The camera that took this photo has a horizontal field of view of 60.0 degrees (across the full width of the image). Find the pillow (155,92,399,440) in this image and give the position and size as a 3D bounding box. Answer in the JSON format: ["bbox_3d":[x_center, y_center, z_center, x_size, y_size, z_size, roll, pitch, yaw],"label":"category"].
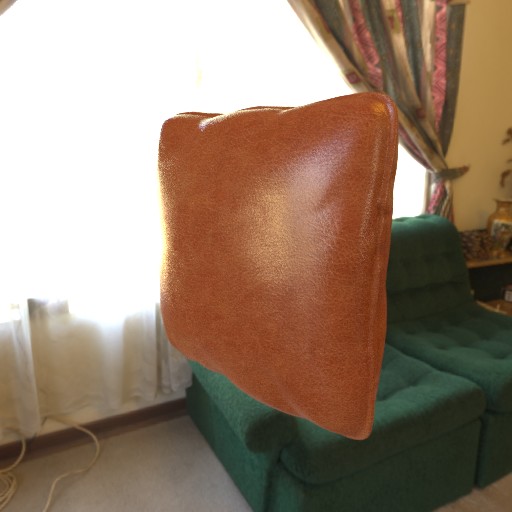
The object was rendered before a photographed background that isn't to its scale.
[{"bbox_3d":[0.000,0.000,0.805,0.236,0.523,0.532,-12,18,-43],"label":"pillow"}]
